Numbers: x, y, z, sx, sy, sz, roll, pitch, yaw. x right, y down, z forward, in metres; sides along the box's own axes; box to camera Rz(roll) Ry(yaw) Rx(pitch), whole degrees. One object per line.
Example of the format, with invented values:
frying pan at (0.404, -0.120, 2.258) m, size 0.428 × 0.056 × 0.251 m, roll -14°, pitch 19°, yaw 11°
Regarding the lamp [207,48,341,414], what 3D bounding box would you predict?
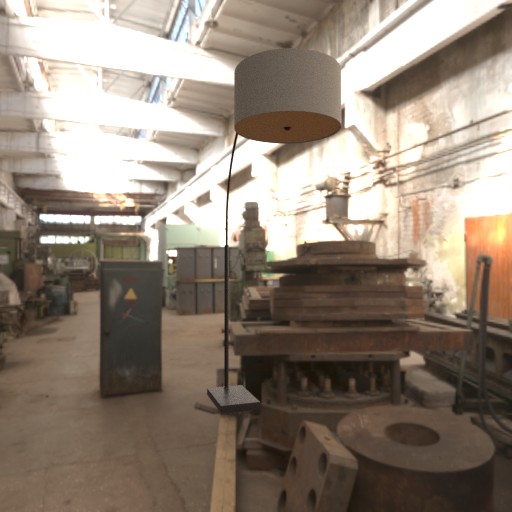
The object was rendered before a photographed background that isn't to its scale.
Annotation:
lamp at (0.000, 0.000, 2.493) m, size 0.493 × 1.927 × 1.424 m, roll 0°, pitch -1°, yaw -18°
